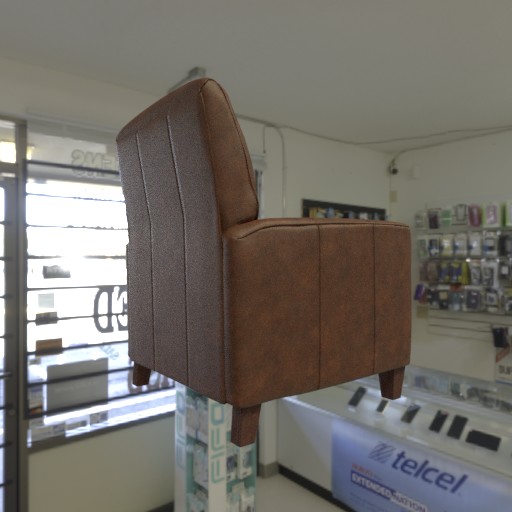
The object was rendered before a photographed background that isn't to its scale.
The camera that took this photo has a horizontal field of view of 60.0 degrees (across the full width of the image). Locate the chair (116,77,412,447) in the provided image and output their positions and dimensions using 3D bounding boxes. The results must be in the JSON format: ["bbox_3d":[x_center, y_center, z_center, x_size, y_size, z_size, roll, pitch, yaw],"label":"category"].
[{"bbox_3d":[0.000,0.000,1.655,0.850,1.010,0.839,0,-1,-37],"label":"chair"}]
